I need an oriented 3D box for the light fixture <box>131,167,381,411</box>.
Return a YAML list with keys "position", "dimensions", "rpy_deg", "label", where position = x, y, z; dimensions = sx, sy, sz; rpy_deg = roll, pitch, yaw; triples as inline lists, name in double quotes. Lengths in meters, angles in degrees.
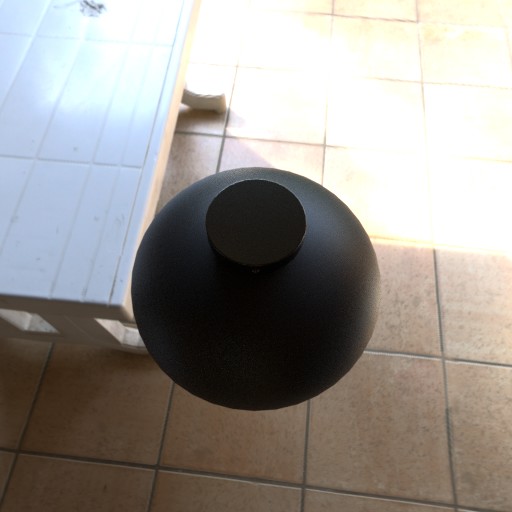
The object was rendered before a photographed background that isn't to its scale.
- position: [0.000, 0.000, 0.567]
  dimensions: [0.355, 0.177, 0.355]
  rpy_deg: [0, 63, 0]
  label: "light fixture"
